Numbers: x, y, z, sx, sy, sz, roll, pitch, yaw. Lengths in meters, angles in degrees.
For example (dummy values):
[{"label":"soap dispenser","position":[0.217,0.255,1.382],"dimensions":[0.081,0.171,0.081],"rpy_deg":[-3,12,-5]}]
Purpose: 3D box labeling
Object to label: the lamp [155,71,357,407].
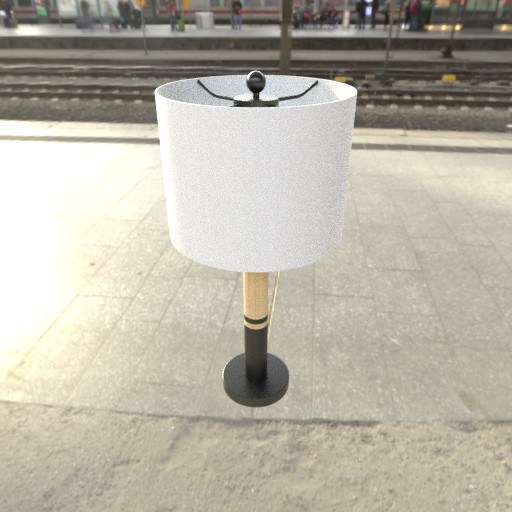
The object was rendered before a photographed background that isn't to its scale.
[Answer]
[{"label":"lamp","position":[0.000,0.000,0.825],"dimensions":[0.305,0.640,0.305],"rpy_deg":[2,29,4]}]
